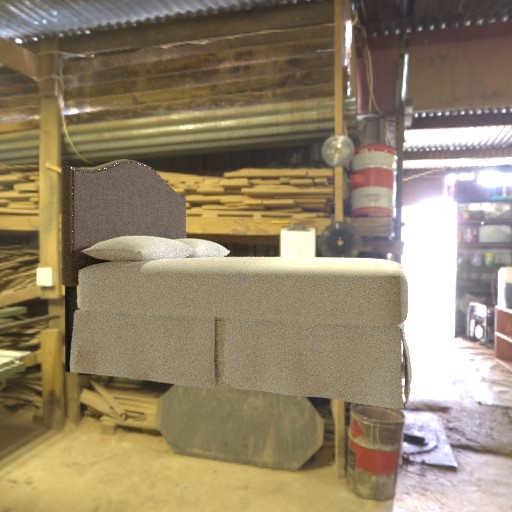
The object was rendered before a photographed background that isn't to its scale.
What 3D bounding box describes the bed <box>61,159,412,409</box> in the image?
[{"bbox_3d":[0.000,0.000,3.271,2.153,1.518,1.713,0,1,18],"label":"bed"}]
